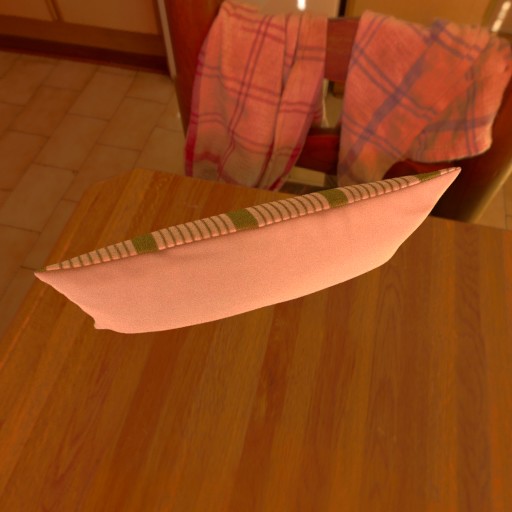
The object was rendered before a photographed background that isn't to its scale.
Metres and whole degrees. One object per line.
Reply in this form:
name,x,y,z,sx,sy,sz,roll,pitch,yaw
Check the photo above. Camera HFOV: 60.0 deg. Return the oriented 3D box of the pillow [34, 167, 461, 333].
pillow,0.000,0.000,0.737,0.608,0.292,0.156,-14,59,-9
